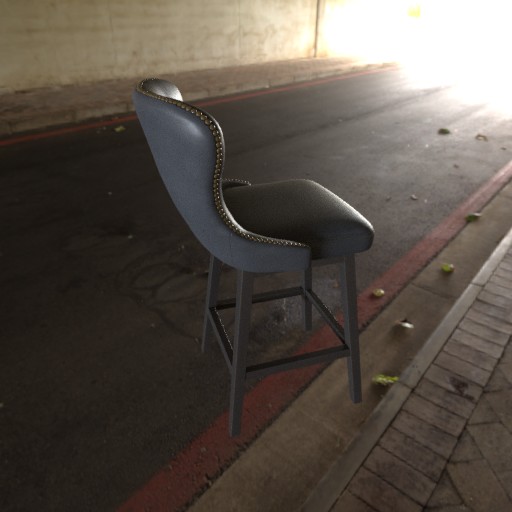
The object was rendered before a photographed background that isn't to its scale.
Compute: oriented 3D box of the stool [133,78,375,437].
[{"bbox_3d":[0.000,0.000,1.317,0.593,0.971,0.528,-9,30,-16],"label":"stool"}]
